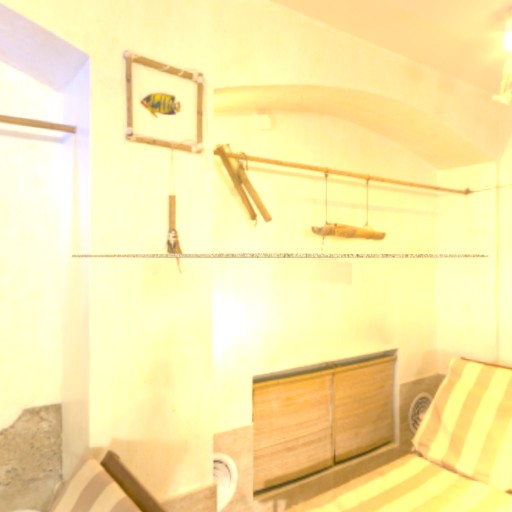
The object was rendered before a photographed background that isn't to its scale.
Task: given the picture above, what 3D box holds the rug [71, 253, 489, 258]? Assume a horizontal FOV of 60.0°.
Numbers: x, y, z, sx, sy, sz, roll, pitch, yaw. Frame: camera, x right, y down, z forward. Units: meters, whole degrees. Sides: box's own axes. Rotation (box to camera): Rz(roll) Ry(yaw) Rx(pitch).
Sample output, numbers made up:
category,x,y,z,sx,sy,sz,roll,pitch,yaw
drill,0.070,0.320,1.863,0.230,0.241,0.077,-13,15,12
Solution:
category,x,y,z,sx,sy,sz,roll,pitch,yaw
rug,0.000,0.000,4.010,2.400,0.025,3.000,0,0,-37
